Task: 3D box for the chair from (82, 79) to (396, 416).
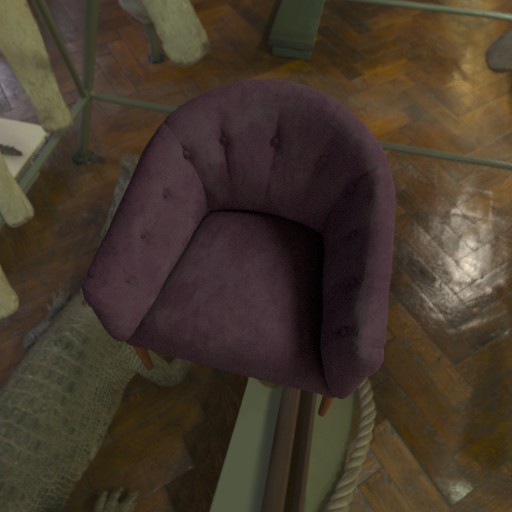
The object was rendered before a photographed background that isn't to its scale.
[{"bbox_3d":[0.000,0.000,1.509,0.851,0.885,0.776,13,59,8],"label":"chair"}]
